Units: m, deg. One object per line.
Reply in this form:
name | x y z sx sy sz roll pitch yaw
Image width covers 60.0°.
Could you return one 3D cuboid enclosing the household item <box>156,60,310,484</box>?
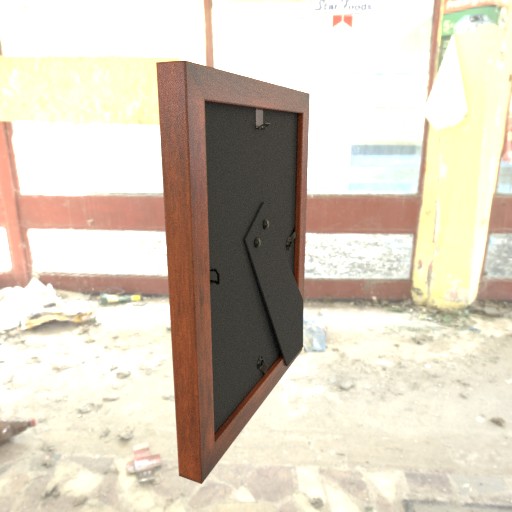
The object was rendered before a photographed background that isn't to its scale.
household item | 0.000 0.000 0.340 0.020 0.250 0.200 7 17 23
